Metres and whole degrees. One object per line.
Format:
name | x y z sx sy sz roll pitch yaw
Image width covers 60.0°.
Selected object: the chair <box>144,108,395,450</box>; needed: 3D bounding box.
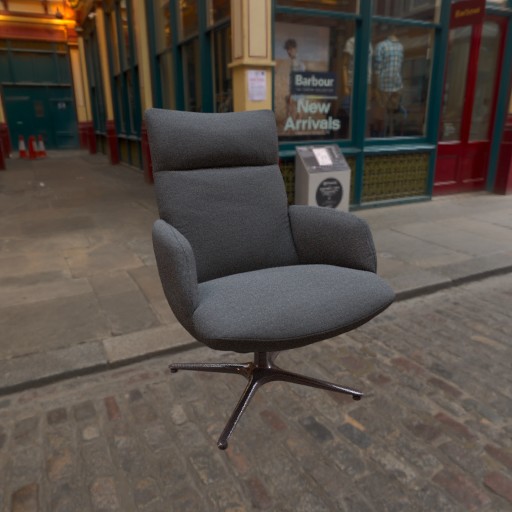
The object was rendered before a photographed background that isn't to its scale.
chair | 0.000 0.000 1.548 0.702 0.984 0.831 -9 20 -26
